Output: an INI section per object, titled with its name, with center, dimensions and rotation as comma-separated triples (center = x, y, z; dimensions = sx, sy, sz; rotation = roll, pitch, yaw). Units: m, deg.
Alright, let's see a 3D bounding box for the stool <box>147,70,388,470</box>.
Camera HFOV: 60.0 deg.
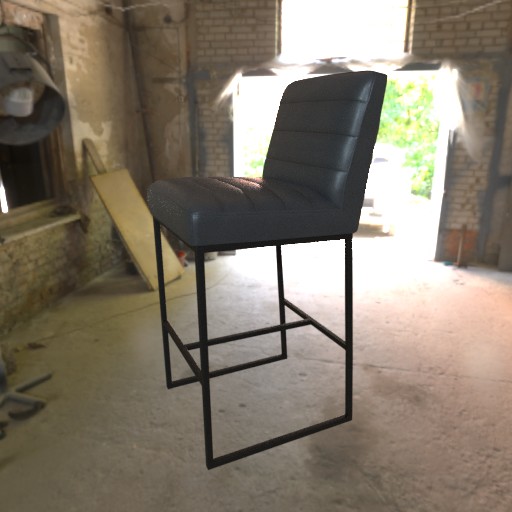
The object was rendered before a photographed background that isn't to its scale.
[stool]
center = 0.000, 0.000, 1.351
dimensions = 0.552, 1.040, 0.457
rotation = -8, 19, -24
